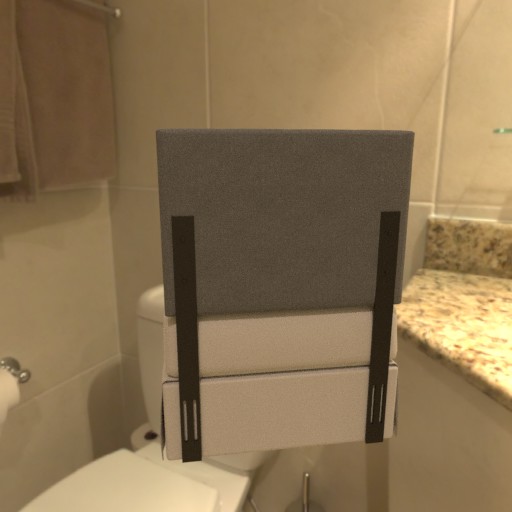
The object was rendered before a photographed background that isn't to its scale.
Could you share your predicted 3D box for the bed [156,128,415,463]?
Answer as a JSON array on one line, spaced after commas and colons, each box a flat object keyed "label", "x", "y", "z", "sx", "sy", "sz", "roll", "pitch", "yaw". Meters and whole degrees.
[{"label": "bed", "x": 0.000, "y": 0.000, "z": 3.001, "sx": 1.261, "sy": 1.571, "sz": 1.997, "roll": -2, "pitch": 14, "yaw": -9}]
